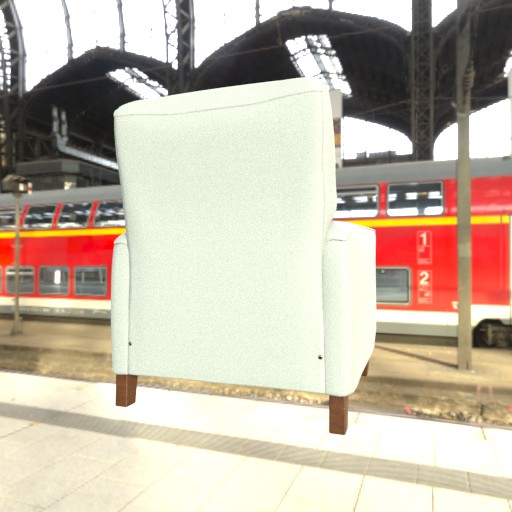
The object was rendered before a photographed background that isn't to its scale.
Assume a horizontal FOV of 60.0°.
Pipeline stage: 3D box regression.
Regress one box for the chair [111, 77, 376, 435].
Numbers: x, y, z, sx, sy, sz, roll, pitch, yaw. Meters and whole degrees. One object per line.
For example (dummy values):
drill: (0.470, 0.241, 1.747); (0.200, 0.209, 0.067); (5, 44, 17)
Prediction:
chair: (0.000, 0.000, 1.675); (0.853, 1.007, 0.846); (0, -1, 19)
